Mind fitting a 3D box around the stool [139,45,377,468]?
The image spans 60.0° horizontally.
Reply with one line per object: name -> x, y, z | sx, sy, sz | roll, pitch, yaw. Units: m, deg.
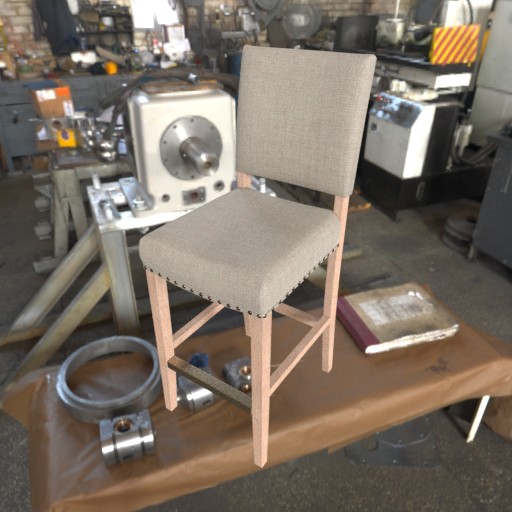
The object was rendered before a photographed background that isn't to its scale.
stool -> 0.000, 0.000, 1.431 | 0.445, 1.173, 0.585 | 19, 36, 29
